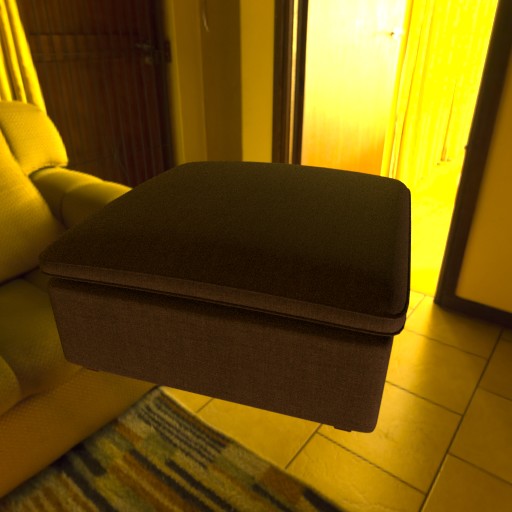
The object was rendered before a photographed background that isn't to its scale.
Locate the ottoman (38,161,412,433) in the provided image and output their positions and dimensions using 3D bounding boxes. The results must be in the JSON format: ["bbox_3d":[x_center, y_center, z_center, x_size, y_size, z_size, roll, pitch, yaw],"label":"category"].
[{"bbox_3d":[0.000,0.000,1.674,1.067,0.559,1.067,8,28,16],"label":"ottoman"}]
